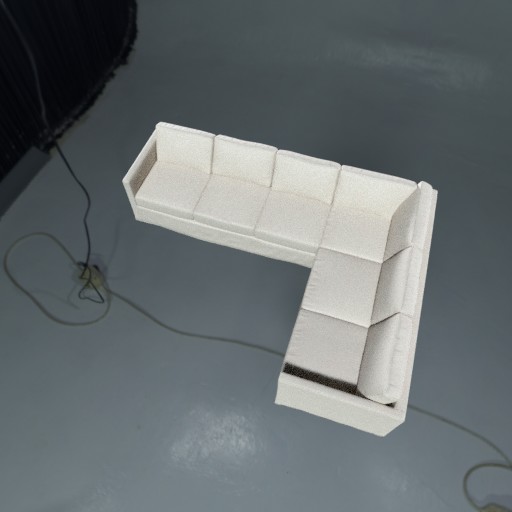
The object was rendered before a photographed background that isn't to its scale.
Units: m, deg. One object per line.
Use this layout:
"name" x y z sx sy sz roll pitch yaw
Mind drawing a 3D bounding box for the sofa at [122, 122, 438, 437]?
"sofa" 0.000 0.000 4.443 3.182 0.871 2.432 16 59 10
